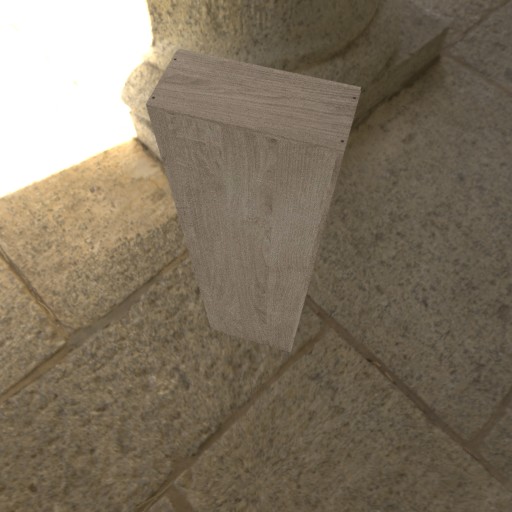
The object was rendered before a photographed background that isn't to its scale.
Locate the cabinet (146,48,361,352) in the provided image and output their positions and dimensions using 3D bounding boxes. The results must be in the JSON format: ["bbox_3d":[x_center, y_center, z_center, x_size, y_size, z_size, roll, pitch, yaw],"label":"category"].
[{"bbox_3d":[0.000,0.000,1.909,0.500,1.790,0.230,15,64,8],"label":"cabinet"}]
